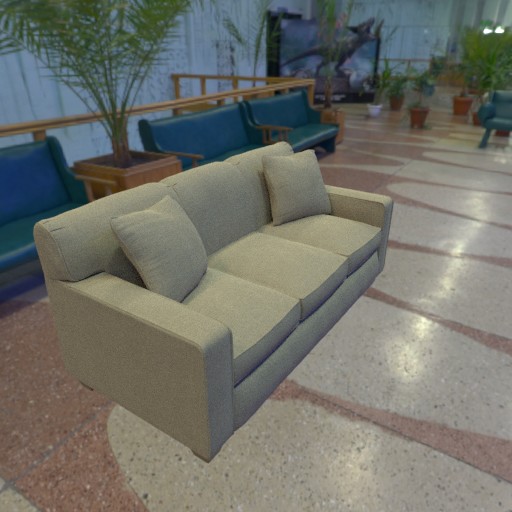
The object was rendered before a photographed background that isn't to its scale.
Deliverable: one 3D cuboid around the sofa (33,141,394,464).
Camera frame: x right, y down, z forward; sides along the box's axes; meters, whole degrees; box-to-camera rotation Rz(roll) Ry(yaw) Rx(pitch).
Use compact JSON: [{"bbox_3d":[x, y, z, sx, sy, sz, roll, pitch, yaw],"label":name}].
[{"bbox_3d":[0.000,0.000,2.580,0.997,0.958,2.024,16,30,30],"label":"sofa"}]
